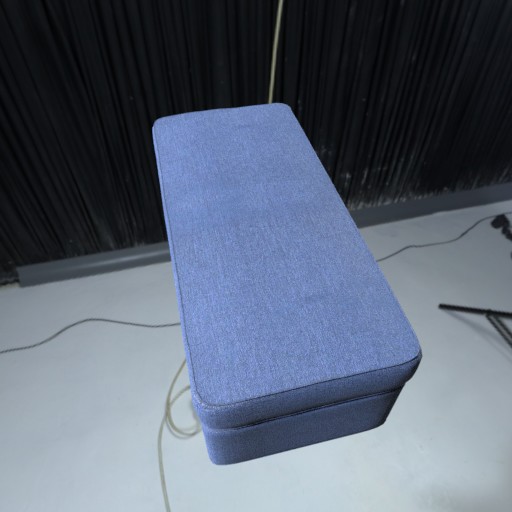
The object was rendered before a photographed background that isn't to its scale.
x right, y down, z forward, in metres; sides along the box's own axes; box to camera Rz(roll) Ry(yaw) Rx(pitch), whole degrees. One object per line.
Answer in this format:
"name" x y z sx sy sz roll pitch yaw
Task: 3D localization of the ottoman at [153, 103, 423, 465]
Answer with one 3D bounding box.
"ottoman" 0.000 0.000 1.407 0.515 0.460 1.110 -10 49 -9
